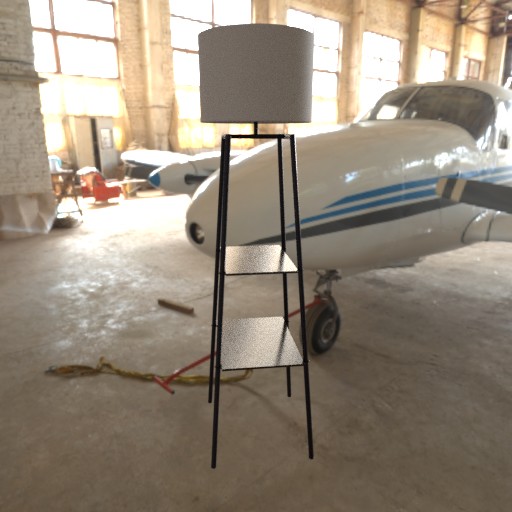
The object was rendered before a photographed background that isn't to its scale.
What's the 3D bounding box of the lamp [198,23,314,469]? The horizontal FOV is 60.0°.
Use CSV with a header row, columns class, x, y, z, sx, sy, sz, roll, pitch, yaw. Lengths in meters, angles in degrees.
class,x,y,z,sx,sy,sz,roll,pitch,yaw
lamp,0.000,0.000,1.634,0.384,1.474,0.427,-2,16,-7
